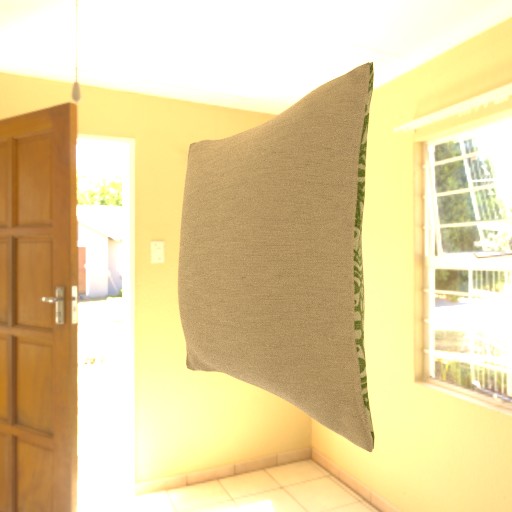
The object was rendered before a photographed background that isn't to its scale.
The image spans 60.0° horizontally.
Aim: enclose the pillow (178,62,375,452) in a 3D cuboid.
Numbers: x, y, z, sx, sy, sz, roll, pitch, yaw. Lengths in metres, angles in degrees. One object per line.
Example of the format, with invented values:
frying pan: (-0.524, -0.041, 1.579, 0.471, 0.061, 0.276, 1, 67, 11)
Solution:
pillow: (0.000, 0.000, 0.650, 0.162, 0.419, 0.440, 0, 0, -35)
